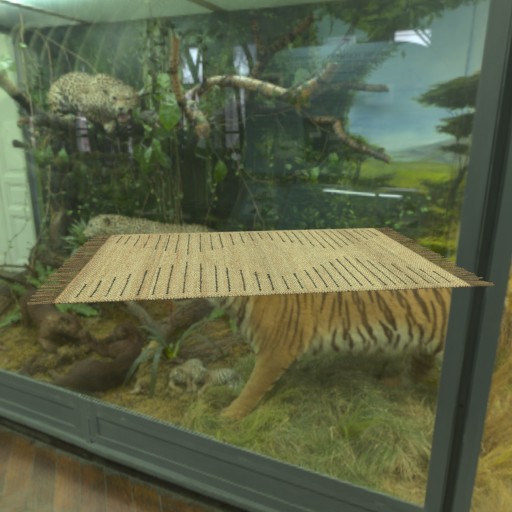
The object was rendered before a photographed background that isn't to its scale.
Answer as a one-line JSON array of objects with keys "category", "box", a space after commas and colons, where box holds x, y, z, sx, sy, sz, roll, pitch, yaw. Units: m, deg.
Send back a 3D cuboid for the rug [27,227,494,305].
[{"category": "rug", "box": [0.000, 0.000, 2.501, 2.085, 0.027, 1.224, -2, 16, -6]}]
